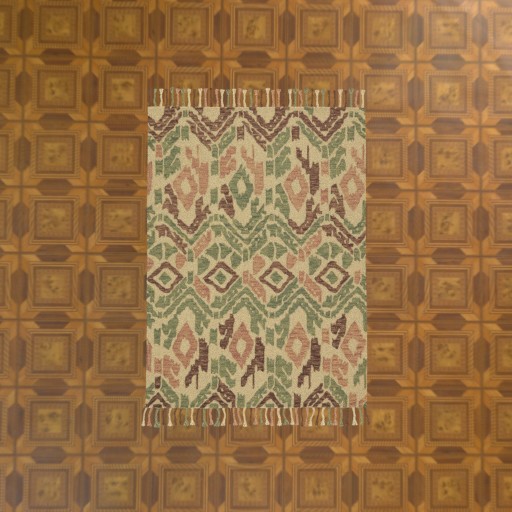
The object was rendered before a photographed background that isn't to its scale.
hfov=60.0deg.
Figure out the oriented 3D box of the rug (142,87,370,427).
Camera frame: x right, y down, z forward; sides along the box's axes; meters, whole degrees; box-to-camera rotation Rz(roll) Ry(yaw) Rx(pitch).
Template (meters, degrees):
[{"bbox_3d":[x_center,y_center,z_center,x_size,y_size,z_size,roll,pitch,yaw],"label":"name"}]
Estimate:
[{"bbox_3d":[0.000,0.000,2.391,1.219,0.010,1.829,0,89,-1],"label":"rug"}]
